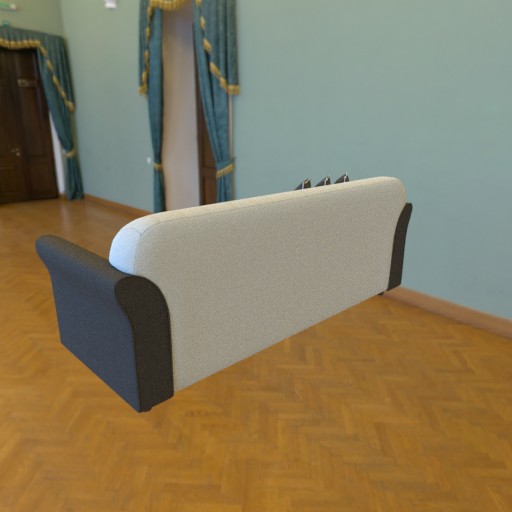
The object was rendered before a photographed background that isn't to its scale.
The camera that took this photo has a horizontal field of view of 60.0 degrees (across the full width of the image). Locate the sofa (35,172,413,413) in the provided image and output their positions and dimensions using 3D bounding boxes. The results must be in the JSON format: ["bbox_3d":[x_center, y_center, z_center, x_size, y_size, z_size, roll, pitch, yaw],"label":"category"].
[{"bbox_3d":[0.000,0.000,2.422,2.001,0.787,0.755,-16,23,-41],"label":"sofa"}]
